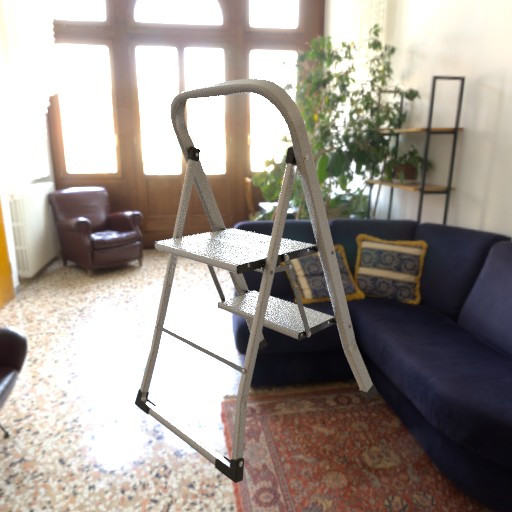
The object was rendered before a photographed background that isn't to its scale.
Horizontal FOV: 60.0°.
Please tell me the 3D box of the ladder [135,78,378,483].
[{"bbox_3d":[0.000,0.000,1.153,0.530,0.830,0.465,-14,20,-43],"label":"ladder"}]
